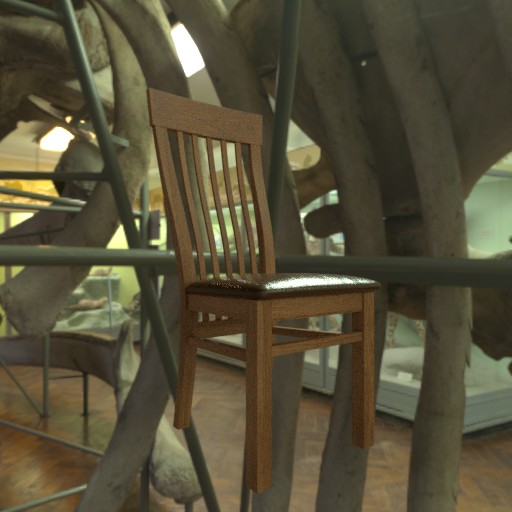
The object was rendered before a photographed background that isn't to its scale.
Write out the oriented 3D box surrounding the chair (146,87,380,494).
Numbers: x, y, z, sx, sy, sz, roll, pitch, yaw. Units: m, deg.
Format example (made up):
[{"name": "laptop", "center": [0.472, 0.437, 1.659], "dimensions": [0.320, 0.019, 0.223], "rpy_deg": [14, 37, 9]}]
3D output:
[{"name": "chair", "center": [0.000, 0.000, 1.317], "dimensions": [0.450, 1.050, 0.580], "rpy_deg": [0, 0, -38]}]
